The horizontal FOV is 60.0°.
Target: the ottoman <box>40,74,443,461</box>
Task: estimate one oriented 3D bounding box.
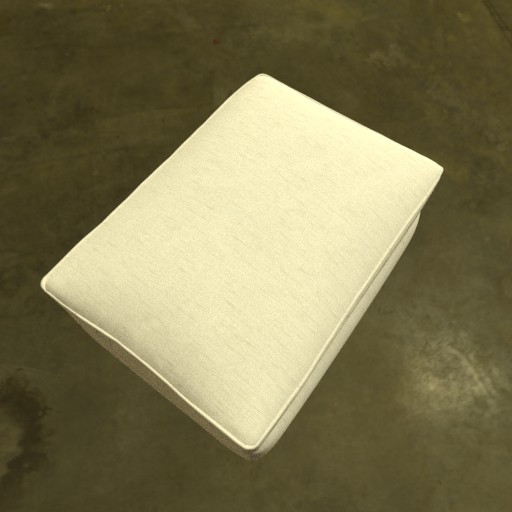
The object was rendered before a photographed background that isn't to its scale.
[{"bbox_3d":[0.000,0.000,0.945,0.501,0.406,0.665,33,67,16],"label":"ottoman"}]
